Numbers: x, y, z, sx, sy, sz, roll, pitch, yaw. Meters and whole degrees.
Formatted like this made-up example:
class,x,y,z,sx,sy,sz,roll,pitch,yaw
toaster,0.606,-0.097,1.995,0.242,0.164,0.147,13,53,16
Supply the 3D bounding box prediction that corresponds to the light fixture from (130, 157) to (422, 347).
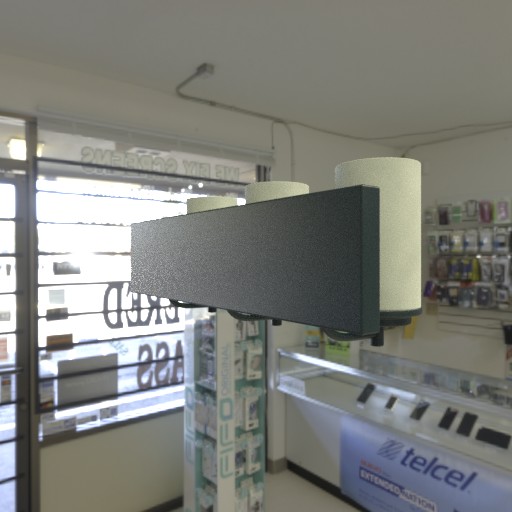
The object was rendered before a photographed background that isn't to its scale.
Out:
class,x,y,z,sx,sy,sz,roll,pitch,yaw
light fixture,0.000,0.000,0.532,0.145,0.172,0.451,0,0,-36
